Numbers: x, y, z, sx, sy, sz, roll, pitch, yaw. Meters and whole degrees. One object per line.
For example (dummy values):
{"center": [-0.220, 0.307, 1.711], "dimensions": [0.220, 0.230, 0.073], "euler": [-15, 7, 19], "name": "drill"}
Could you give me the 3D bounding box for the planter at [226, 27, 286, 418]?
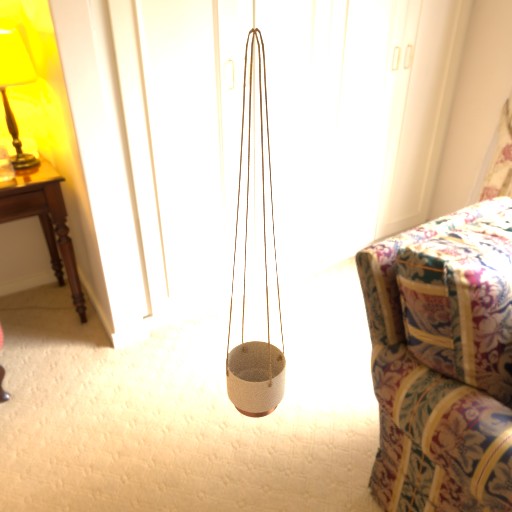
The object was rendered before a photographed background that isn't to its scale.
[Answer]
{"center": [0.000, 0.000, 0.917], "dimensions": [0.146, 0.841, 0.146], "euler": [10, 31, 17], "name": "planter"}
